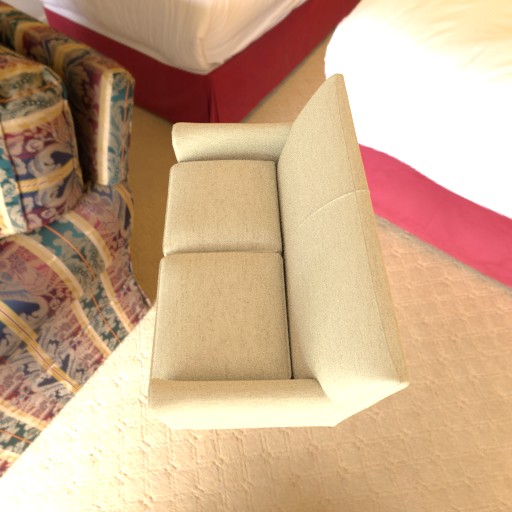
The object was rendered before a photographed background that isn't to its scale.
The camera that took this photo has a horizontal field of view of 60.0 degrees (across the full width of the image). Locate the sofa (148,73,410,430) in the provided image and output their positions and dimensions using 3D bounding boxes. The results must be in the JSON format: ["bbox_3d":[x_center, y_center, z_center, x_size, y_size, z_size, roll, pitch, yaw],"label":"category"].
[{"bbox_3d":[0.000,0.000,2.077,0.891,0.892,1.482,-2,58,-1],"label":"sofa"}]
